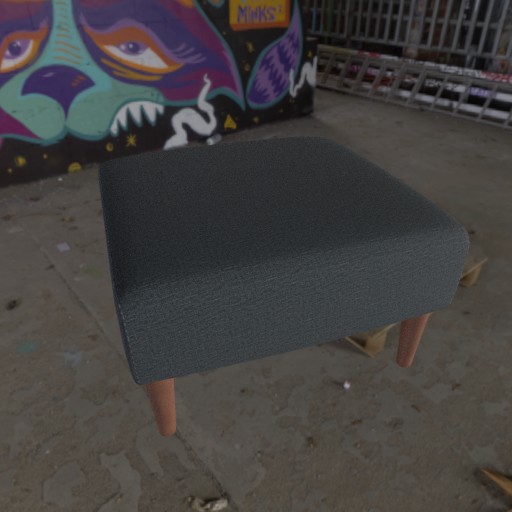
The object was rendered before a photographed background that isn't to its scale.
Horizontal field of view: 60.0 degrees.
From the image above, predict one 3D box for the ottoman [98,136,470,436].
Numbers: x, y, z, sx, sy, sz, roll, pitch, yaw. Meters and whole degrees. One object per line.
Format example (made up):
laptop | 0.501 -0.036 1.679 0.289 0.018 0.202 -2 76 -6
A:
ottoman | 0.000 0.000 1.059 0.650 0.398 0.649 -11 34 -16
